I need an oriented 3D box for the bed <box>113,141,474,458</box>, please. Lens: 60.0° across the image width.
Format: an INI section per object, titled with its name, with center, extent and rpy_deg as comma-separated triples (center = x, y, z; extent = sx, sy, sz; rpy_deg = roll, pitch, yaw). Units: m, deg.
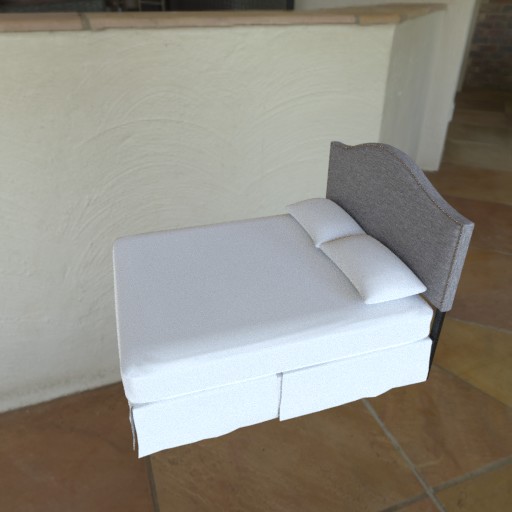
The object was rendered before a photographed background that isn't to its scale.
[bed]
center = 0.000, 0.000, 2.920
extent = 1.870, 1.295, 1.610
rpy_deg = -9, 32, -15
